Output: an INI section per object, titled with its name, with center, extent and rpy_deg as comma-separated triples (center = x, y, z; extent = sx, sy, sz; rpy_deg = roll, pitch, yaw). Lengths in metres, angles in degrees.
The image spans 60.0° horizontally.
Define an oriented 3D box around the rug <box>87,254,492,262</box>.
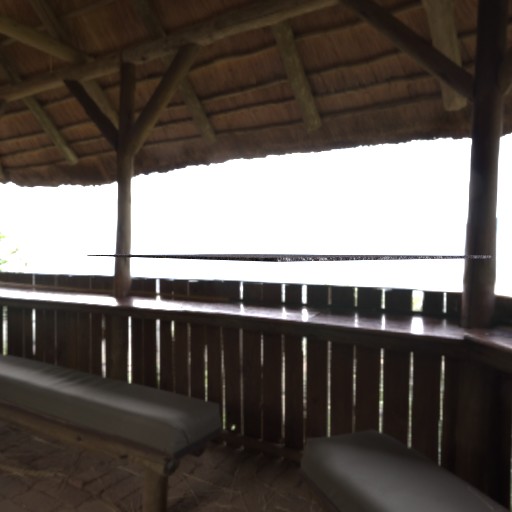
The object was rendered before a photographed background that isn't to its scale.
[rug]
center = 0.000, 0.000, 2.263
extent = 1.186, 0.012, 1.814
rpy_deg = 0, 1, -36
